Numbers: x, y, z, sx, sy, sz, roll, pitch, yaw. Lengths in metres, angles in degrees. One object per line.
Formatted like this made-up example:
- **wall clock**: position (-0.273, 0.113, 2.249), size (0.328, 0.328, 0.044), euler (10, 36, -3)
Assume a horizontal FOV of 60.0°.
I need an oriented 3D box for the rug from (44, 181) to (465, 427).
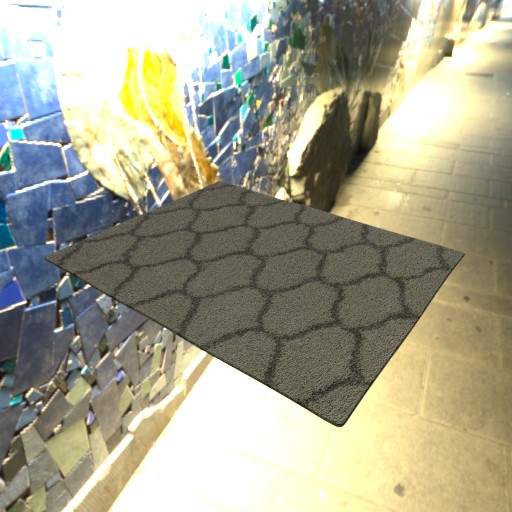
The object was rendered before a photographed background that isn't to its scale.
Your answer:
- **rug**: position (0.000, 0.000, 4.016), size (3.000, 0.026, 2.399), euler (21, 37, 32)
